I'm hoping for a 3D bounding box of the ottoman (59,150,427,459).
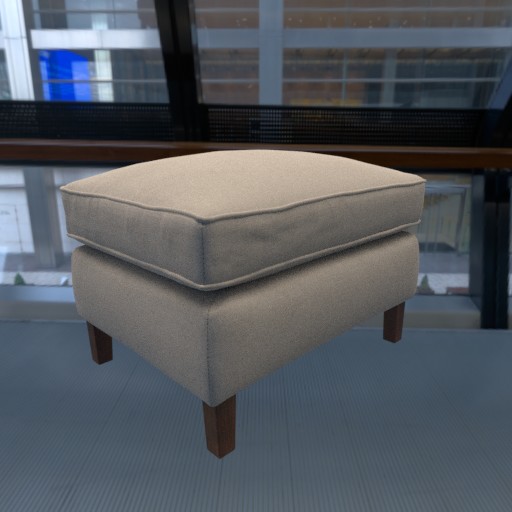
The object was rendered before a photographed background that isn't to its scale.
[{"bbox_3d":[0.000,0.000,0.982,0.665,0.456,0.501,-15,22,-43],"label":"ottoman"}]
